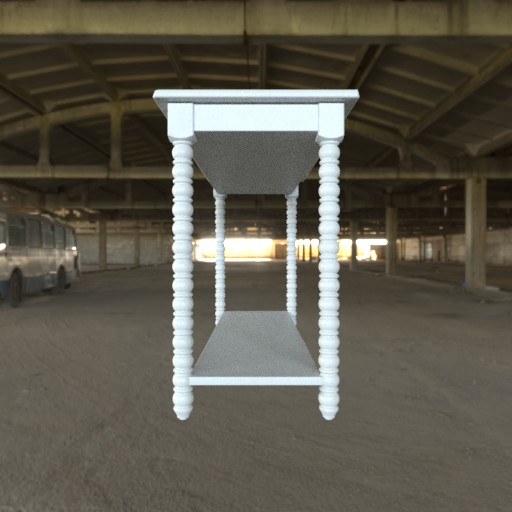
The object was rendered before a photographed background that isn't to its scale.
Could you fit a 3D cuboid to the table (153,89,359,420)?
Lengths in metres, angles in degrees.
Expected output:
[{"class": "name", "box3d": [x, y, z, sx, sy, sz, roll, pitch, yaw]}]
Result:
[{"class": "table", "box3d": [0.000, 0.000, 1.557, 0.459, 0.740, 1.184, 0, 1, 0]}]
